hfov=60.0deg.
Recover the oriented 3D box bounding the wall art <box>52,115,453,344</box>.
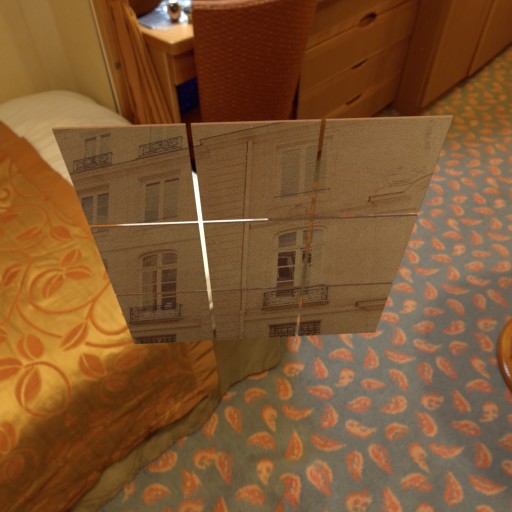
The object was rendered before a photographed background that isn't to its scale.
[{"bbox_3d":[0.000,0.000,2.251,1.526,1.522,0.023,-2,48,-2],"label":"wall art"}]
